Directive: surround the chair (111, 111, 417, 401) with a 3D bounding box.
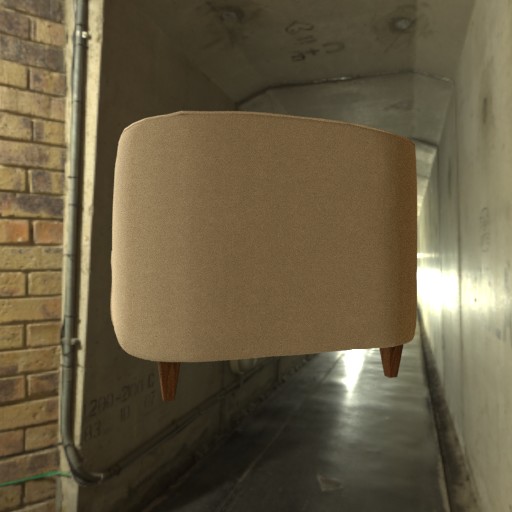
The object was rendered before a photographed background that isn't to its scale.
[{"bbox_3d":[0.000,0.000,1.780,1.104,0.852,0.941,0,0,-19],"label":"chair"}]
